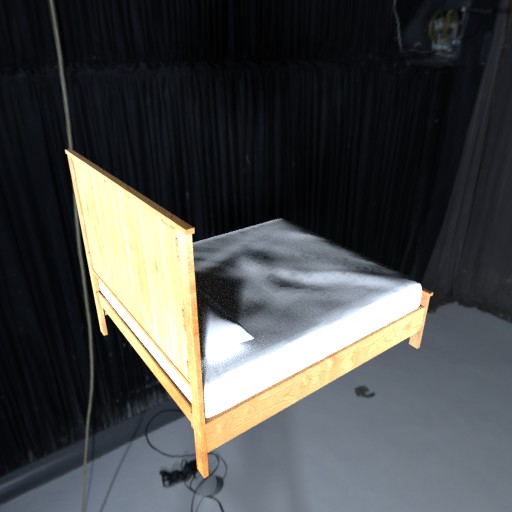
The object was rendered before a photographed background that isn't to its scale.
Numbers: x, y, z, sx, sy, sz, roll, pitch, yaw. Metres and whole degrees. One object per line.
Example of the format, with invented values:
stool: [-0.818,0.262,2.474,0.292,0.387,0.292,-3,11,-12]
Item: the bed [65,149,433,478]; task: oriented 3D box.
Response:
bed: [0.000,0.000,3.648,2.201,1.686,1.936,-18,32,-32]
